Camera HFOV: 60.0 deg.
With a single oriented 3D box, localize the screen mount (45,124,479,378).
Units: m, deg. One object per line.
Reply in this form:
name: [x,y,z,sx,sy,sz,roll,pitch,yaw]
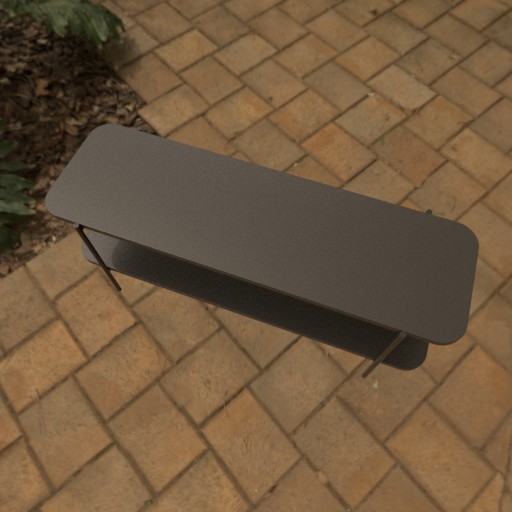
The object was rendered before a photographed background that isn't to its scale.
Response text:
screen mount: [0.000,0.000,1.442,1.200,0.447,0.400,18,64,9]
